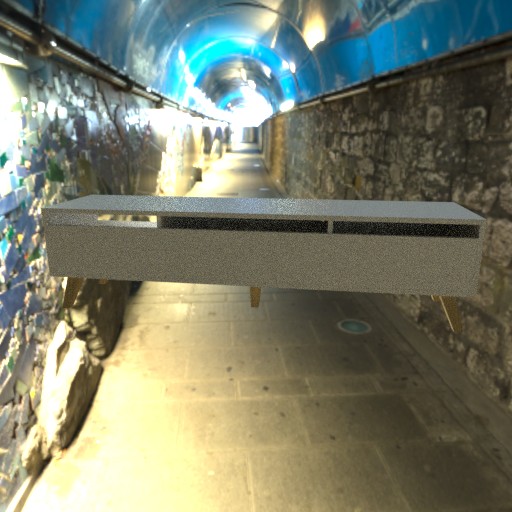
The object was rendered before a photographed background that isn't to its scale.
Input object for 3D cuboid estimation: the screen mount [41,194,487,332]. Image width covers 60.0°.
[{"bbox_3d":[0.000,0.000,1.869,1.644,0.432,0.399,2,16,8],"label":"screen mount"}]
